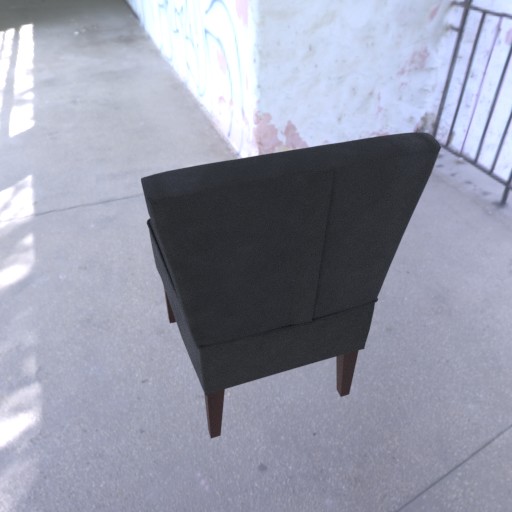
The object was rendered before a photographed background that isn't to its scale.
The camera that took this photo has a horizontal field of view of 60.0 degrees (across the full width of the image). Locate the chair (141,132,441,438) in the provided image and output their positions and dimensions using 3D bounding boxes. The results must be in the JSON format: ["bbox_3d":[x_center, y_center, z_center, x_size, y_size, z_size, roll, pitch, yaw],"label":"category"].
[{"bbox_3d":[0.000,0.000,1.154,0.521,0.806,0.554,-12,41,-14],"label":"chair"}]
